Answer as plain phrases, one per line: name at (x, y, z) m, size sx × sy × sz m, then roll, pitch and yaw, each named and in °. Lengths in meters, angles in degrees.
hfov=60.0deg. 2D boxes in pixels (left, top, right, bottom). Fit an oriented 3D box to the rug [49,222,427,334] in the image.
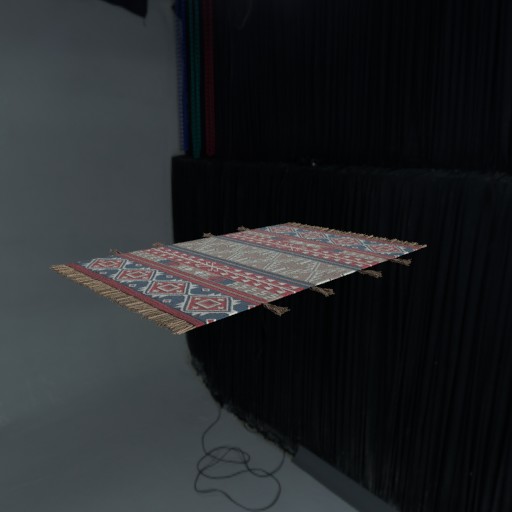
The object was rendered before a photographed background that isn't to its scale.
rug at (0.000, 0.000, 2.695) m, size 2.025 × 0.040 × 1.469 m, roll -14°, pitch 20°, yaw -43°
